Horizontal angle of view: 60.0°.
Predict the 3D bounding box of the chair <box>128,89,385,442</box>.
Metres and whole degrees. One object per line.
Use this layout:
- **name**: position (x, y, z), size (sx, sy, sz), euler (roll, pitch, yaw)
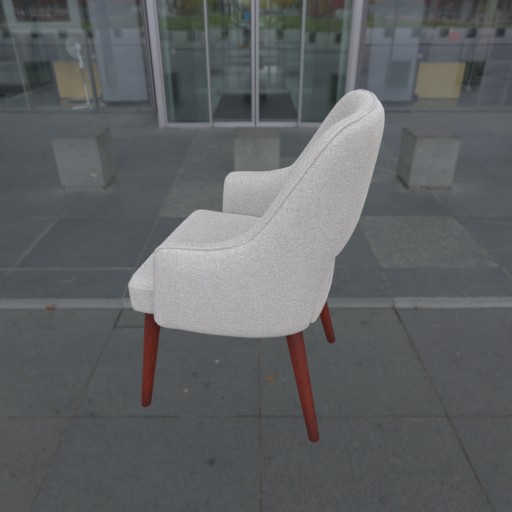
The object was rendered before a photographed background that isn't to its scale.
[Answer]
- **chair**: position (0.000, 0.000, 1.213), size (0.580, 0.840, 0.560), euler (7, 30, 13)
